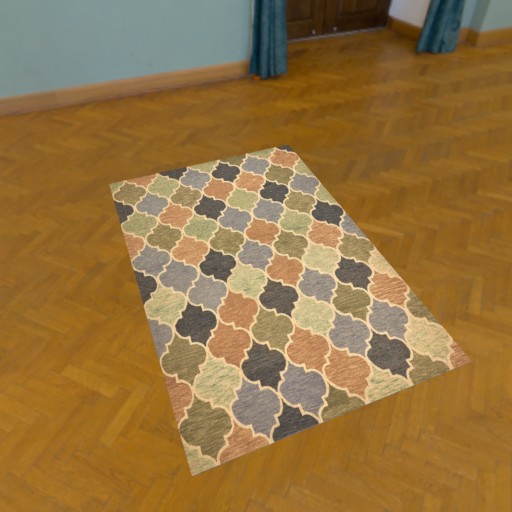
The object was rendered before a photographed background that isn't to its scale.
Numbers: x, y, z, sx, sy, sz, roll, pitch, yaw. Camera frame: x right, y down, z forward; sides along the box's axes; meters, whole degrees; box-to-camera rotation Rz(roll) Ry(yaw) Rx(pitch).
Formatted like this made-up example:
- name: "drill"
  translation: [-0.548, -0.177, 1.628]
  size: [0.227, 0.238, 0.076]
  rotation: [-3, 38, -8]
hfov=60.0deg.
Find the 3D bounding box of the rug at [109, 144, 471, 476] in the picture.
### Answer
- name: "rug"
  translation: [0.000, 0.000, 2.299]
  size: [1.216, 0.006, 1.828]
  rotation: [-16, 48, -15]
